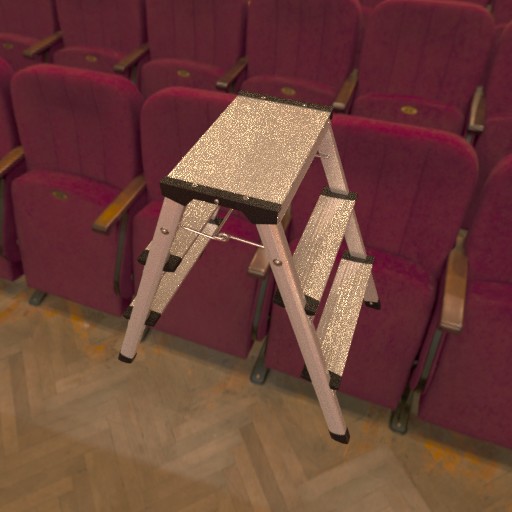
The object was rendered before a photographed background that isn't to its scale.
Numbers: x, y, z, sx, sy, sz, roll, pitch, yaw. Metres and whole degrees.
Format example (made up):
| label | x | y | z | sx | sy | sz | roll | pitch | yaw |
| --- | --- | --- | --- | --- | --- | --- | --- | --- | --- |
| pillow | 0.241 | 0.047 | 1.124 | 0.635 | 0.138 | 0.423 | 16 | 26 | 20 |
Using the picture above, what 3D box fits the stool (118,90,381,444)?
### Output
| label | x | y | z | sx | sy | sz | roll | pitch | yaw |
| --- | --- | --- | --- | --- | --- | --- | --- | --- | --- |
| stool | 0.000 | 0.000 | 1.021 | 0.622 | 0.605 | 0.437 | 16 | 48 | 14 |
